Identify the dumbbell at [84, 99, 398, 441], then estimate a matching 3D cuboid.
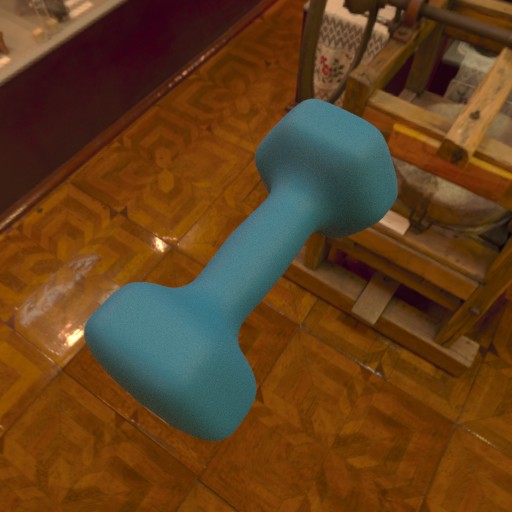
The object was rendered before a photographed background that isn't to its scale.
[{"bbox_3d":[0.000,0.000,0.194,0.074,0.066,0.152,32,65,17],"label":"dumbbell"}]
